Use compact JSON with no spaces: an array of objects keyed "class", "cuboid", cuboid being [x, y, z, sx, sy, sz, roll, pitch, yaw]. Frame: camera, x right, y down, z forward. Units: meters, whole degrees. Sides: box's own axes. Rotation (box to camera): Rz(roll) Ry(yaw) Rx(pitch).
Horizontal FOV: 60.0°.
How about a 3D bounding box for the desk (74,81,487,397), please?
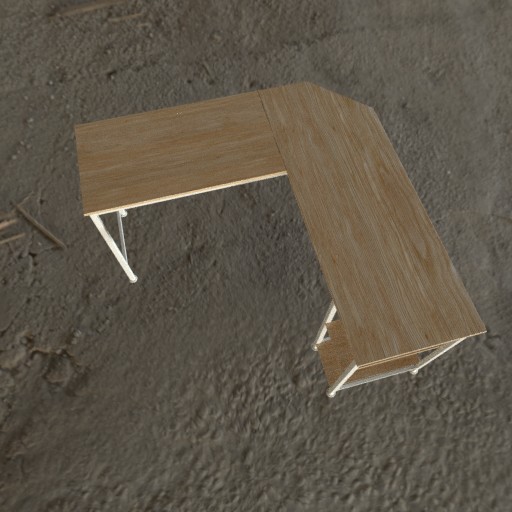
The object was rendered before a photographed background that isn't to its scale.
[{"class":"desk","cuboid":[0.000,0.000,2.166,1.379,0.739,1.379,-13,64,-7]}]
